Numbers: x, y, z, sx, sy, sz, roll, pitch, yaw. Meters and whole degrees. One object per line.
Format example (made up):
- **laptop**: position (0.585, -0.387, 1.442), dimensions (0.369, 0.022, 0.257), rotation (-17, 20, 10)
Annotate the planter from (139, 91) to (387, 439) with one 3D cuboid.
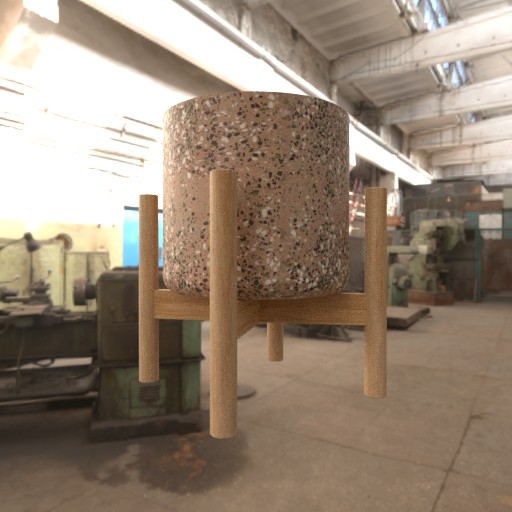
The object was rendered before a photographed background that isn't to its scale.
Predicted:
- **planter**: position (0.000, 0.000, 0.539), dimensions (0.284, 0.320, 0.284), rotation (0, 1, 35)
